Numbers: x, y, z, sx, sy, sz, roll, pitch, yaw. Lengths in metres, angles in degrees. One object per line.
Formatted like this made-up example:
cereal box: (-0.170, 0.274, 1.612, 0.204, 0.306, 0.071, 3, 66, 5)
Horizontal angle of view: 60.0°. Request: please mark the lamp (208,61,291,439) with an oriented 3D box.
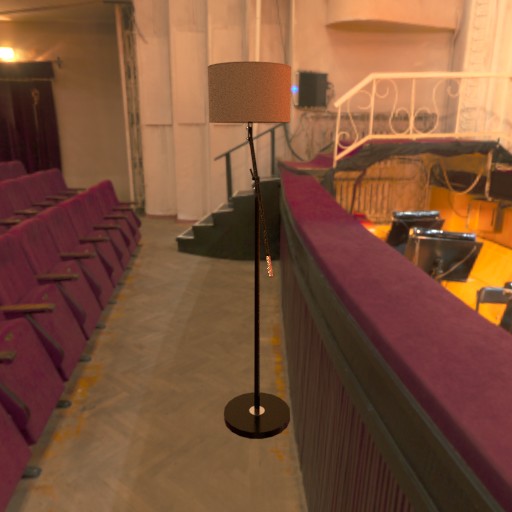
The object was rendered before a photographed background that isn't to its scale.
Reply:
lamp: (0.000, 0.000, 1.988, 0.373, 1.635, 0.809, -2, 16, -7)
